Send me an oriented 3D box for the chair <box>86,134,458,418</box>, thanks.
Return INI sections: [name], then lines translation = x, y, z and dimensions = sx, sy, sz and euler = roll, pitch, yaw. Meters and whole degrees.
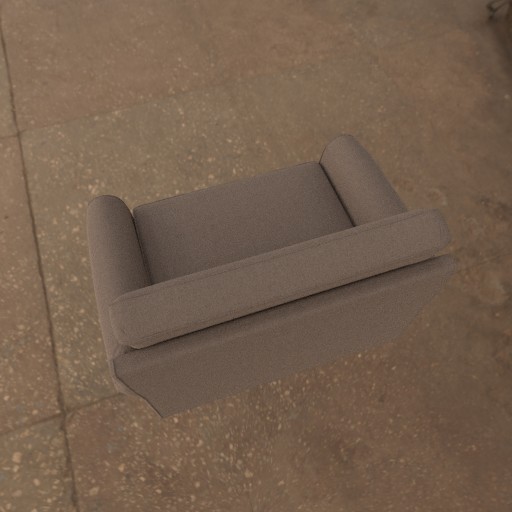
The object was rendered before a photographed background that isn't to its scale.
[chair]
translation = 0.000, 0.000, 2.015
dimensions = 1.390, 0.930, 0.930
euler = -16, 60, -9
